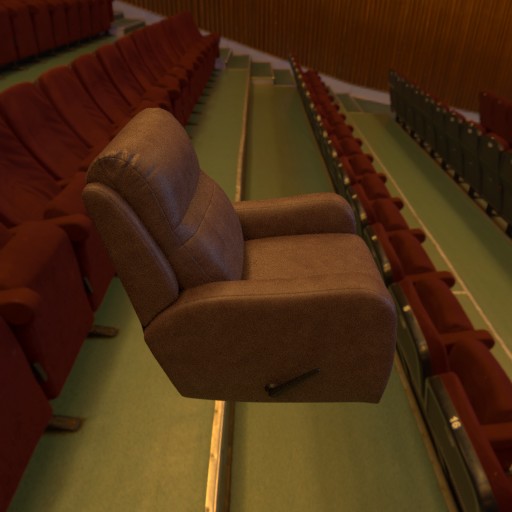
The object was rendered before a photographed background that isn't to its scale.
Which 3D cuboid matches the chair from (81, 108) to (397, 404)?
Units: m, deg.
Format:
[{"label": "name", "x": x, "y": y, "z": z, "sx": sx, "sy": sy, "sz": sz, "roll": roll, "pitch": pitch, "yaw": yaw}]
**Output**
[{"label": "chair", "x": 0.000, "y": 0.000, "z": 1.822, "sx": 1.067, "sy": 1.067, "sz": 0.865, "roll": 0, "pitch": 32, "yaw": 0}]
